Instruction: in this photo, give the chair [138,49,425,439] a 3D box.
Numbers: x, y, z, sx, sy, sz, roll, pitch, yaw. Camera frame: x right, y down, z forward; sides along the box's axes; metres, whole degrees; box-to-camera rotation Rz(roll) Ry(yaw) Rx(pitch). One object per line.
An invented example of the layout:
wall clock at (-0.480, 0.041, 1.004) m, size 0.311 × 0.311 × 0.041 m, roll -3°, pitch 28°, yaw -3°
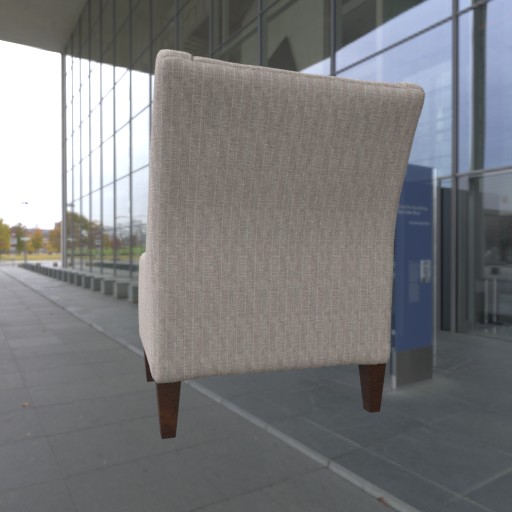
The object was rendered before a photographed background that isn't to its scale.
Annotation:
chair at (0.000, 0.000, 1.558) m, size 0.774 × 1.014 × 0.870 m, roll 0°, pitch 1°, yaw -18°
